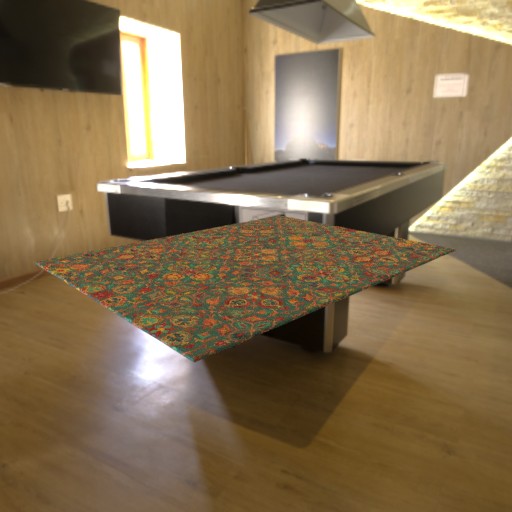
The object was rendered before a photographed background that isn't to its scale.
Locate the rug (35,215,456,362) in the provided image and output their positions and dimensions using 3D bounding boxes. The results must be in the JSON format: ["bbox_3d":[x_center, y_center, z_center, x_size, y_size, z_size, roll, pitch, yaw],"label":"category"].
[{"bbox_3d":[0.000,0.000,4.213,3.204,0.025,2.434,-15,22,-41],"label":"rug"}]
